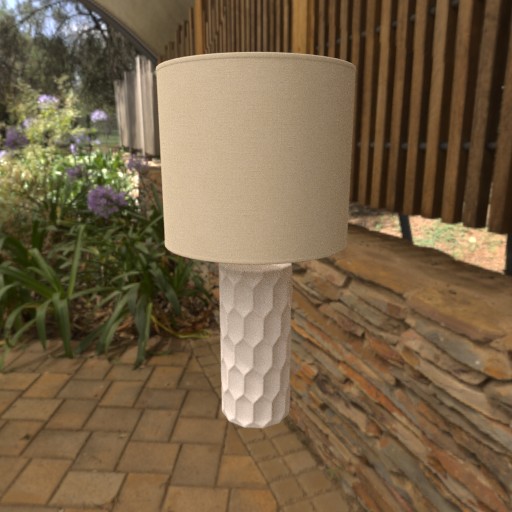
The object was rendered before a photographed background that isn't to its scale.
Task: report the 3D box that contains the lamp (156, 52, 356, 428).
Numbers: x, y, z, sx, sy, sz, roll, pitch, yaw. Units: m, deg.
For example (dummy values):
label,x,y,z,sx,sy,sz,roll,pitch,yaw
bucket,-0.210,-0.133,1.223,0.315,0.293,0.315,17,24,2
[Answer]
label,x,y,z,sx,sy,sz,roll,pitch,yaw
lamp,0.000,0.000,0.691,0.277,0.537,0.277,-7,16,-26
